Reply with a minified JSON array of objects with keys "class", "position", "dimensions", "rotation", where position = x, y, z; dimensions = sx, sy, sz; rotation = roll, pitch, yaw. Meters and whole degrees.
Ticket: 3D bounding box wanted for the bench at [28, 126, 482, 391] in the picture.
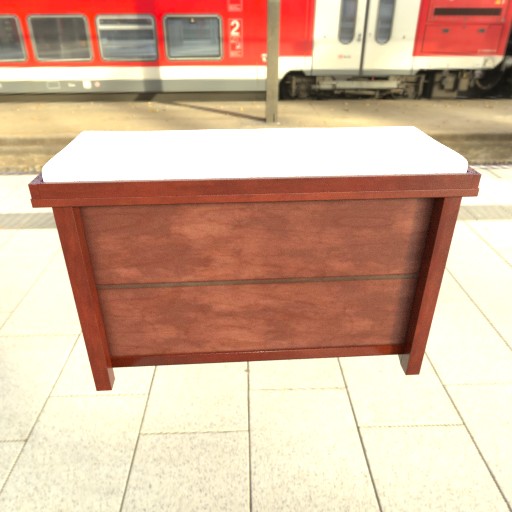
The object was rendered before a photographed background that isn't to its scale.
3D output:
[{"class":"bench","position":[0.000,0.000,1.259],"dimensions":[0.987,0.646,0.369],"rotation":[-2,29,-3]}]
